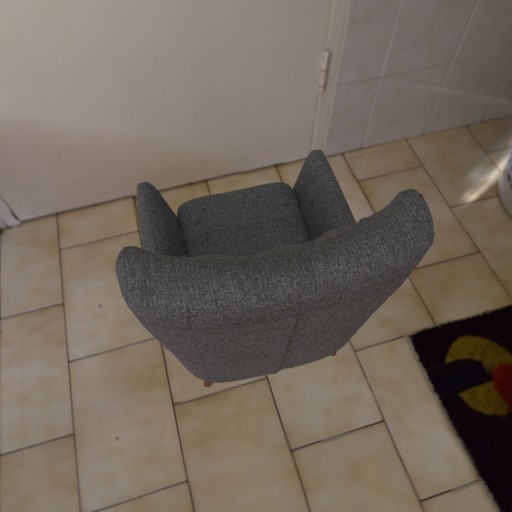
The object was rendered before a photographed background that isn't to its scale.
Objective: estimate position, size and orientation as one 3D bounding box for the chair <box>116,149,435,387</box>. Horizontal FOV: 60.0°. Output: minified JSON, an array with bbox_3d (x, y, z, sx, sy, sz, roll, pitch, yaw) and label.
[{"bbox_3d":[0.000,0.000,1.746,0.878,1.063,0.904,-12,59,-7],"label":"chair"}]
